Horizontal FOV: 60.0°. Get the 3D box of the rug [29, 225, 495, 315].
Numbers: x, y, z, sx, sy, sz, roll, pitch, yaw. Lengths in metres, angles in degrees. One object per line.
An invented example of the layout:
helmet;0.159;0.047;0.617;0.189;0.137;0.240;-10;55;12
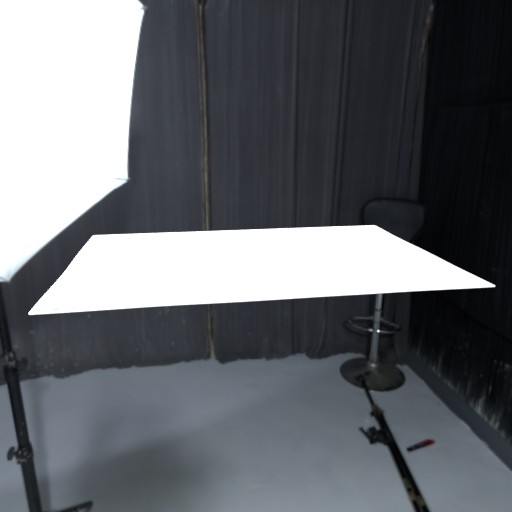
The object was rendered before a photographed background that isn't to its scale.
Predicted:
rug;0.000;0.000;3.428;2.746;0.018;1.819;-3;16;-9
